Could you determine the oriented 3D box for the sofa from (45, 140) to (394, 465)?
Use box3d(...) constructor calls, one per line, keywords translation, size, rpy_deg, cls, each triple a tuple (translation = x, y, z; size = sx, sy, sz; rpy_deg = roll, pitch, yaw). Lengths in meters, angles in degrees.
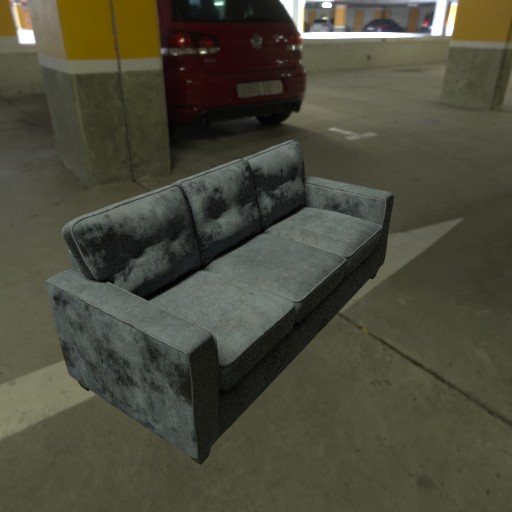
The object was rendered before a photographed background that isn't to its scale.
box3d(translation=(0.000, 0.000, 2.656), size=(0.939, 0.965, 2.133), rpy_deg=(18, 33, 31), cls="sofa")
